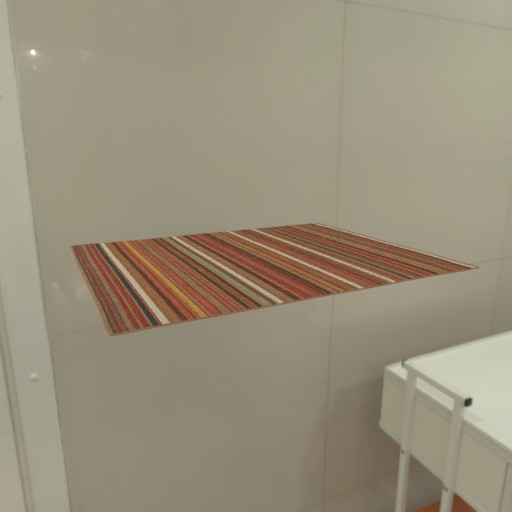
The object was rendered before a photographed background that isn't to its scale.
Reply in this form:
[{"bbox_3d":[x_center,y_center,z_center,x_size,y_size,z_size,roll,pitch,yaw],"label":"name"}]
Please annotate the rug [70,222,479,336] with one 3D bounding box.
[{"bbox_3d":[0.000,0.000,4.205,3.092,0.023,2.479,-7,16,-26],"label":"rug"}]
